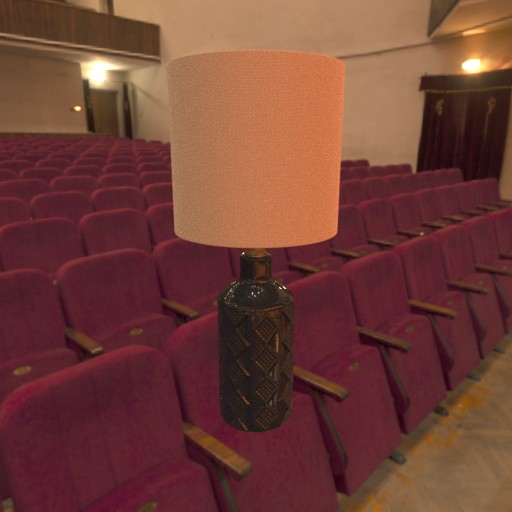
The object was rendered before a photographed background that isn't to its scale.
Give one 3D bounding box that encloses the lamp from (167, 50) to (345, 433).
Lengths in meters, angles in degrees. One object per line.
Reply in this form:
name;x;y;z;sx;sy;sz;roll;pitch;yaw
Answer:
lamp;0.000;0.000;0.581;0.207;0.461;0.207;14;20;43
